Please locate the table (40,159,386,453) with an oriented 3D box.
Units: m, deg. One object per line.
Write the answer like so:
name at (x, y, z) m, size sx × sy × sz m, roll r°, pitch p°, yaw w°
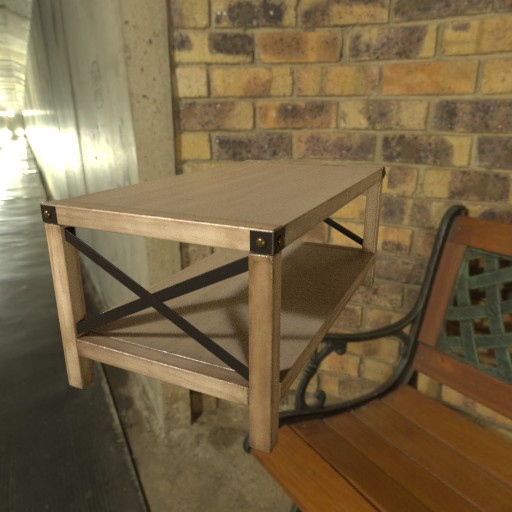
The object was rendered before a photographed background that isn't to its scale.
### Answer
table at (0.000, 0.000, 1.332) m, size 0.559 × 0.456 × 1.016 m, roll 8°, pitch 20°, yaw 24°
